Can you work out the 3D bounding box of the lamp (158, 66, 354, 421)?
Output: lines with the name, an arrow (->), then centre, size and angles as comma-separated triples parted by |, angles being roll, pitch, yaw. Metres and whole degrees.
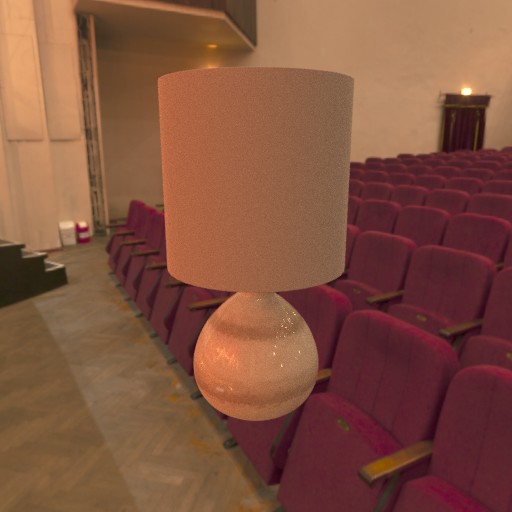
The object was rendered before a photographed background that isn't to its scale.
lamp -> 0.000, 0.000, 0.549 | 0.217, 0.404, 0.217 | -7, 16, -26
